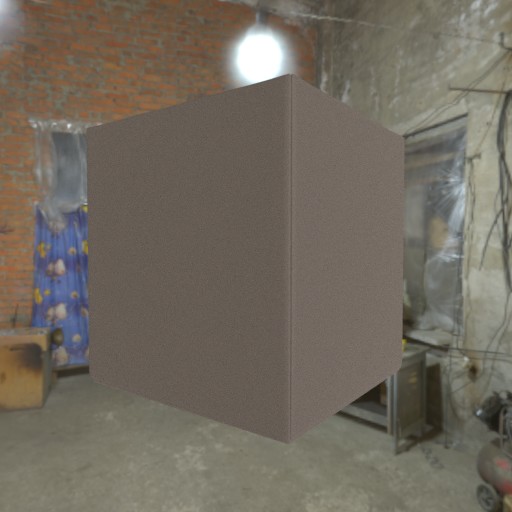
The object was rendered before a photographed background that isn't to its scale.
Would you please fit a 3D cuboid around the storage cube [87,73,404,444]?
[{"bbox_3d":[0.000,0.000,0.514,0.270,0.280,0.270,1,2,37],"label":"storage cube"}]
